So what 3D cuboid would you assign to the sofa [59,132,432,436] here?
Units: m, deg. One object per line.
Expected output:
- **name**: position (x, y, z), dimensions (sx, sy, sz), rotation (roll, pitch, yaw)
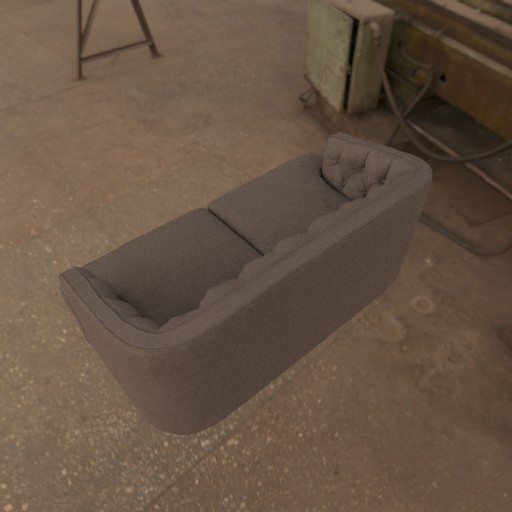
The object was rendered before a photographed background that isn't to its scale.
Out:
- **sofa**: position (0.000, 0.000, 2.266), dimensions (1.733, 0.855, 0.941), rotation (-32, 54, -27)
